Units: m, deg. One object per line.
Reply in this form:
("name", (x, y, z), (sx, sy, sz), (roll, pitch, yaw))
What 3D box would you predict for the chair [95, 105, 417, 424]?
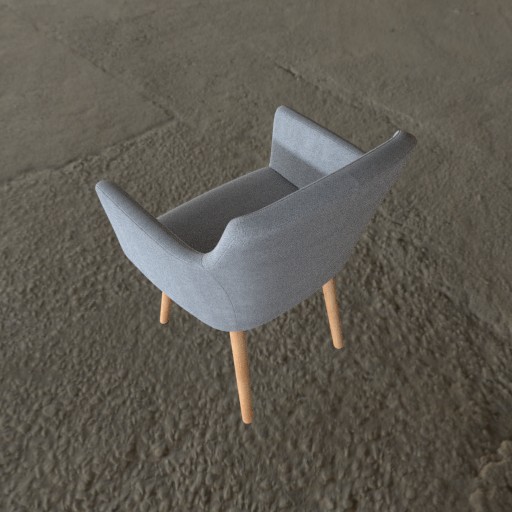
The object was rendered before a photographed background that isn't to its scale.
("chair", (0.000, 0.000, 1.153), (0.570, 0.780, 0.540), (-31, 53, -27))
